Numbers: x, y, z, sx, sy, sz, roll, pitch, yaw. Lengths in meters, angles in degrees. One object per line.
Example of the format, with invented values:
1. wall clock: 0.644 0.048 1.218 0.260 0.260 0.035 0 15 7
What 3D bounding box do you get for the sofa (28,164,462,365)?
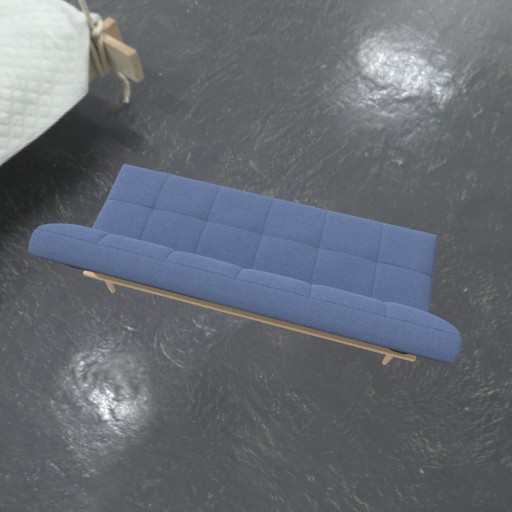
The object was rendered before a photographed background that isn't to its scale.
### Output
1. sofa: 0.000 0.000 2.229 1.800 0.800 0.796 14 65 6
